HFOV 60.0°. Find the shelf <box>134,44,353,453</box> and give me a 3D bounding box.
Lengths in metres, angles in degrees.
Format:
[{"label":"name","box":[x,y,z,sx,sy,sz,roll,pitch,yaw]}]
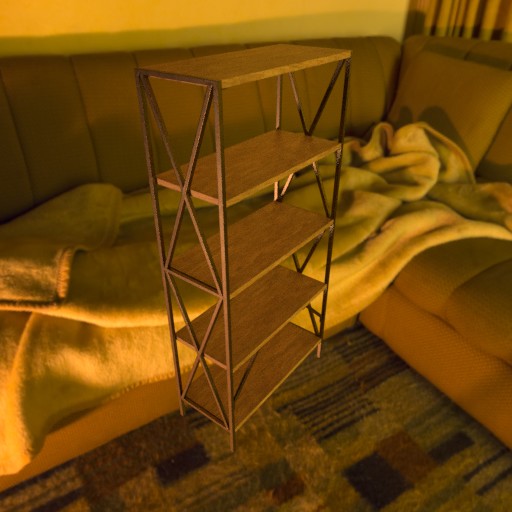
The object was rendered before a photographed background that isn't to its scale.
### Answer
[{"label":"shelf","box":[0.000,0.000,2.193,0.386,1.803,0.874,22,38,31]}]
